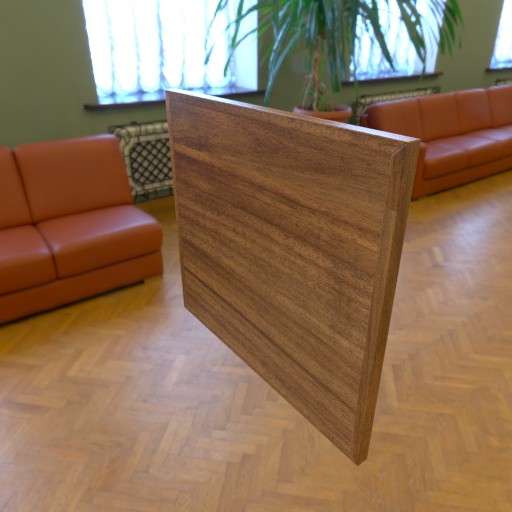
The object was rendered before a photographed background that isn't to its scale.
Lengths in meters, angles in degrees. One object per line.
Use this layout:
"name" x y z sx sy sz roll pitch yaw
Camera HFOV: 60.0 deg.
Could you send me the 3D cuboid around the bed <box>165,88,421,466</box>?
"bed" 0.000 0.000 1.458 0.043 0.940 1.041 -19 33 -32
